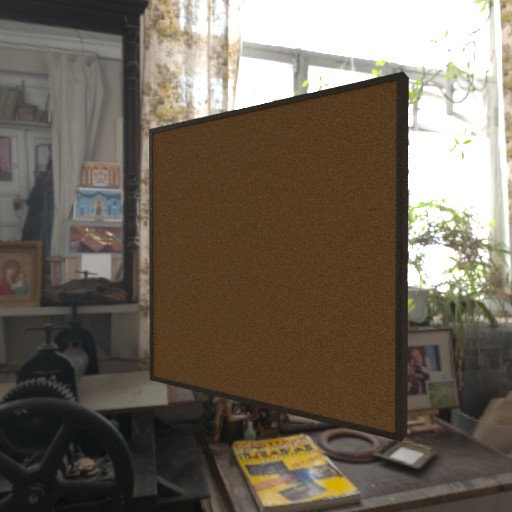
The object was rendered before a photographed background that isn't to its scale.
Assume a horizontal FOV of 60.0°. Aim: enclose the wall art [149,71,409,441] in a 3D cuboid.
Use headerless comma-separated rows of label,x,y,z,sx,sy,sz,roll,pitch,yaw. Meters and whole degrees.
wall art,0.000,0.000,1.139,0.758,0.758,0.039,1,1,35
